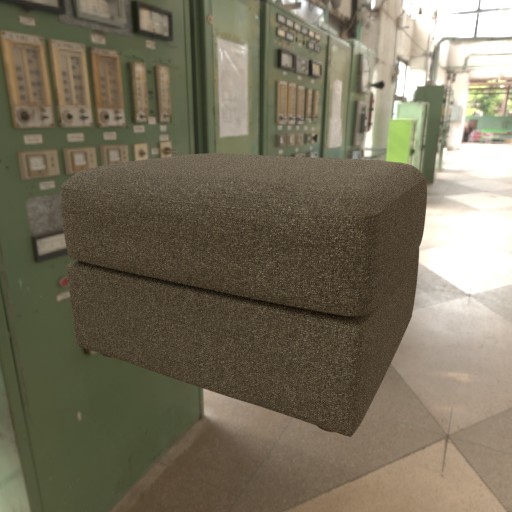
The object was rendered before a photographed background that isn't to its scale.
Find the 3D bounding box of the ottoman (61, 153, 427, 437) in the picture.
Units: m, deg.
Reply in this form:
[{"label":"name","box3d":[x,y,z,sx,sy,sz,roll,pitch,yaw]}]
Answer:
[{"label":"ottoman","box3d":[0.000,0.000,1.120,0.742,0.476,0.598,9,19,27]}]
